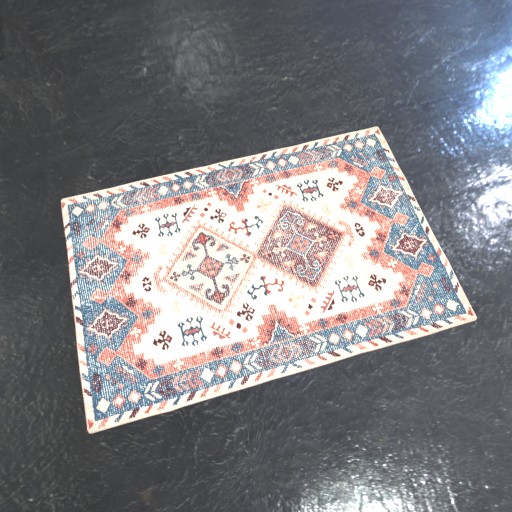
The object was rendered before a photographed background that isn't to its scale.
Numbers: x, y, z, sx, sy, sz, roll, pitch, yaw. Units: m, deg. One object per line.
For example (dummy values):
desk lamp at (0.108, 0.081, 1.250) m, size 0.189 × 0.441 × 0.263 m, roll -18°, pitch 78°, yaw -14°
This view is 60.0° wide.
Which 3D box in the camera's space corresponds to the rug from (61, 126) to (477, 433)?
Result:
rug at (0.000, 0.000, 2.237) m, size 1.840 × 0.015 × 1.225 m, roll -15°, pitch 66°, yaw -7°
